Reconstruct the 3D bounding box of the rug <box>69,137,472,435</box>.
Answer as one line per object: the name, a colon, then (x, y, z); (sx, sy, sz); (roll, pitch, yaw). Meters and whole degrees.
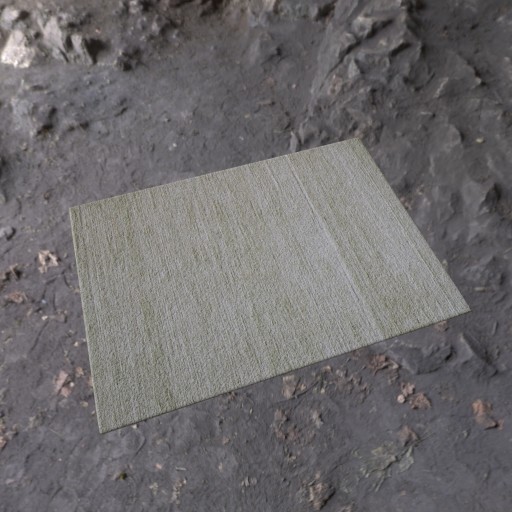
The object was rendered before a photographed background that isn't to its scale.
rug: (0.000, 0.000, 2.937); (2.270, 0.017, 1.606); (-16, 59, -10)
